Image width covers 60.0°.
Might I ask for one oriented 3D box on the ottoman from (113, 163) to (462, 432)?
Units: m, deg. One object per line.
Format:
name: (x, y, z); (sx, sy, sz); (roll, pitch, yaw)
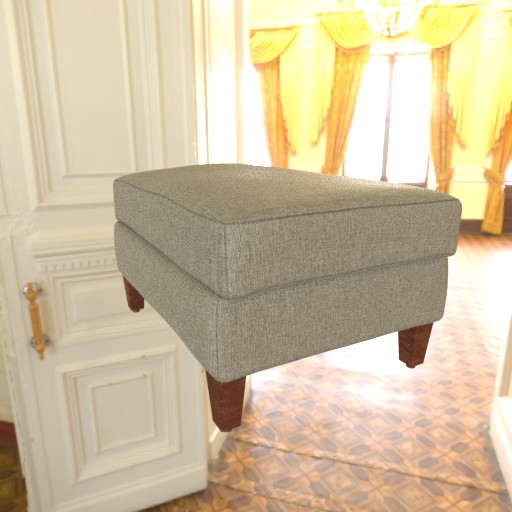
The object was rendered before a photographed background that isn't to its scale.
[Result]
ottoman: (0.000, 0.000, 1.260); (0.639, 0.494, 0.873); (-8, 18, -28)
